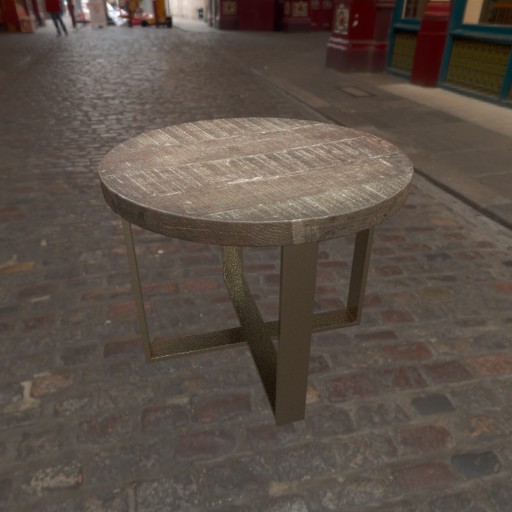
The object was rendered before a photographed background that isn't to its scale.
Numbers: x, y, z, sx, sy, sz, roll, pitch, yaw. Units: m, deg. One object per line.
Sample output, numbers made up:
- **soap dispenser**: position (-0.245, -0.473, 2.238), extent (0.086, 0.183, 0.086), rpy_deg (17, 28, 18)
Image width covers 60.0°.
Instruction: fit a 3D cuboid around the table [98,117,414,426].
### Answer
- **table**: position (0.000, 0.000, 0.932), extent (0.557, 0.437, 0.557), rpy_deg (0, 31, 0)
